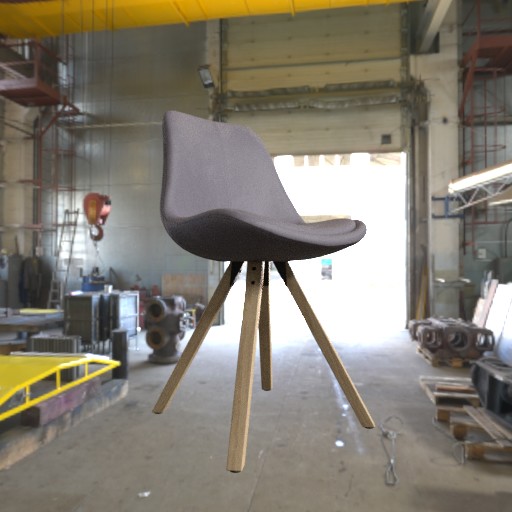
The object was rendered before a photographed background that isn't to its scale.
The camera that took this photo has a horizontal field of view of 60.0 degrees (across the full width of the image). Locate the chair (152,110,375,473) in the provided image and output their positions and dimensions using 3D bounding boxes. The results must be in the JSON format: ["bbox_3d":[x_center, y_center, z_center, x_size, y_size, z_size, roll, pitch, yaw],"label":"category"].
[{"bbox_3d":[0.000,0.000,1.179,0.483,0.865,0.547,1,-1,-36],"label":"chair"}]
